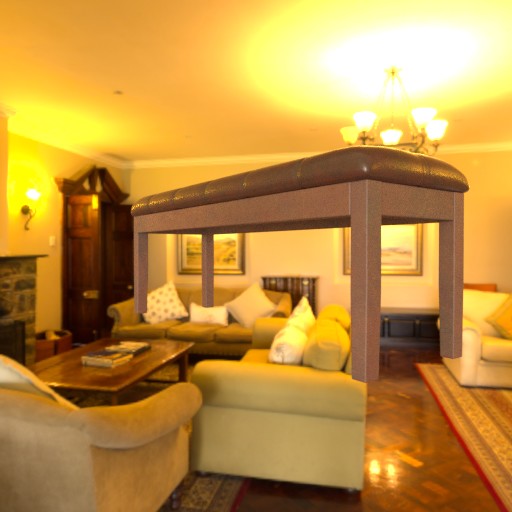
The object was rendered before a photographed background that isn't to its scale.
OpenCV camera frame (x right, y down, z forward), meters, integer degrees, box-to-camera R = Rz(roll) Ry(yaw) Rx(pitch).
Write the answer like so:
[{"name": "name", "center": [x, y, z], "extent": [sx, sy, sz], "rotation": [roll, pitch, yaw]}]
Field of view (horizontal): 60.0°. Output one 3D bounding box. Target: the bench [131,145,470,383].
[{"name": "bench", "center": [0.000, 0.000, 1.479], "extent": [0.401, 0.491, 1.259], "rotation": [-1, 1, -37]}]
